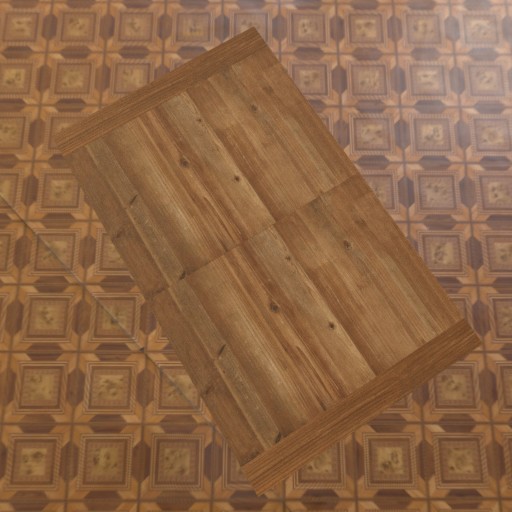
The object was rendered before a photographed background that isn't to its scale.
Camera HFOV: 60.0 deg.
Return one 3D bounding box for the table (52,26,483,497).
[{"bbox_3d":[0.000,0.000,1.987,0.922,0.743,1.503,-31,79,-7],"label":"table"}]
